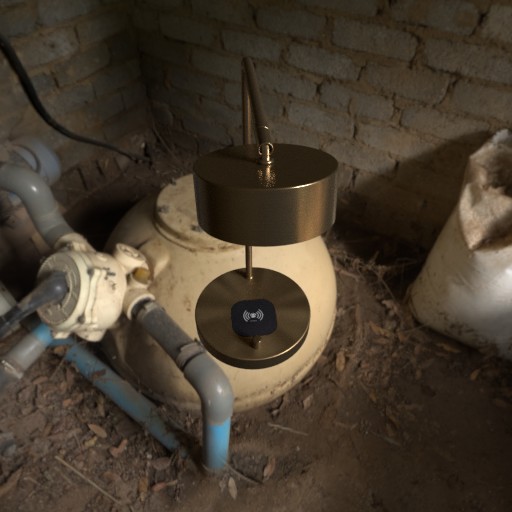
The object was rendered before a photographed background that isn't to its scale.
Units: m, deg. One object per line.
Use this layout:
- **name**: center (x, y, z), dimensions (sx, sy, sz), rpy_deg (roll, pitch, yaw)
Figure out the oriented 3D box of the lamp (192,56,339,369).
- **lamp**: center (0.000, 0.000, 0.503), dimensions (0.171, 0.380, 0.270), rpy_deg (-4, 46, -4)
